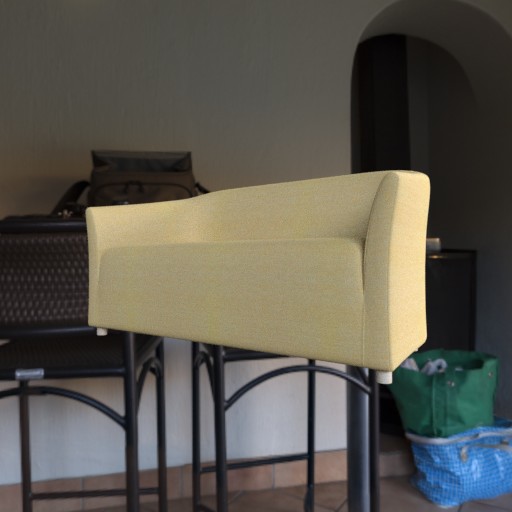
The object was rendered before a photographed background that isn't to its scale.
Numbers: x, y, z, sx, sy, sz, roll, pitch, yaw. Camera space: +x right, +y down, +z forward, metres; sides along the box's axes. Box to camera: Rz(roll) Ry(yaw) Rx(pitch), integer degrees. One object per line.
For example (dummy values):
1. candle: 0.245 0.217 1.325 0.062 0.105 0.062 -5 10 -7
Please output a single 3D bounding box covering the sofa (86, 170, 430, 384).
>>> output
1. sofa: 0.000 0.000 1.884 1.452 0.721 0.705 0 -1 36
